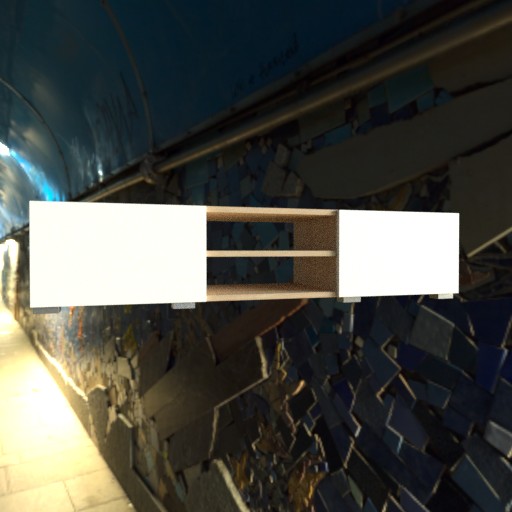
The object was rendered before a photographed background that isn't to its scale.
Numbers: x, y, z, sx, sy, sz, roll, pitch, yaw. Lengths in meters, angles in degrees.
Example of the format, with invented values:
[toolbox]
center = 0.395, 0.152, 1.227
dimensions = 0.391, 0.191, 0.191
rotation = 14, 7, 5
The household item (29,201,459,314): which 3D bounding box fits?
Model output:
[household item]
center = 0.000, 0.000, 1.594
dimensions = 1.400, 0.310, 0.420
rotation = 0, 1, -17
